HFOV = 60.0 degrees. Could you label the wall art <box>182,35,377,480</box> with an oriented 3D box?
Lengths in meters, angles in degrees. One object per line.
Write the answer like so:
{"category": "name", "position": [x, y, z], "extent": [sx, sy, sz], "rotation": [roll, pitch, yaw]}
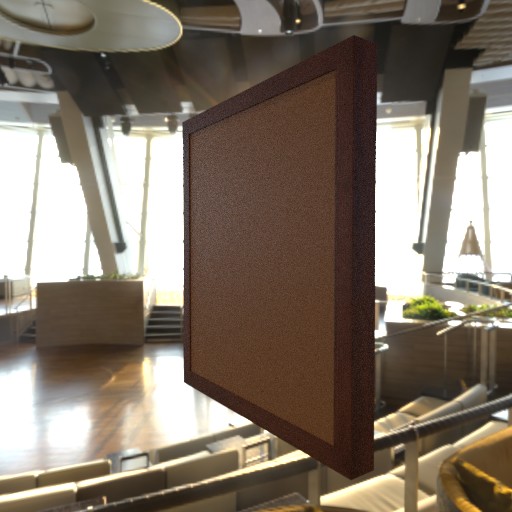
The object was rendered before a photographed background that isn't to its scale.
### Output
{"category": "wall art", "position": [0.000, 0.000, 0.523], "extent": [0.030, 0.381, 0.330], "rotation": [-1, 2, -35]}
